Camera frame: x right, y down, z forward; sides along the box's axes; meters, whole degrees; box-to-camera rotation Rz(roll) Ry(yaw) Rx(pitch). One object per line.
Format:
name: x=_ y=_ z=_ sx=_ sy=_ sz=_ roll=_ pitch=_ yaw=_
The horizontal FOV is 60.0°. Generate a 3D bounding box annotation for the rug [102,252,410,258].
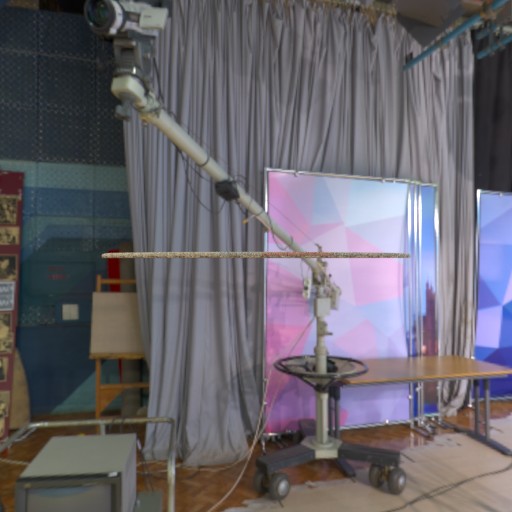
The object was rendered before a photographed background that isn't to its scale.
rug: x=0.000 y=0.000 z=3.724 sx=2.461 sy=0.033 sz=2.461 roll=0 pitch=0 yaw=0
